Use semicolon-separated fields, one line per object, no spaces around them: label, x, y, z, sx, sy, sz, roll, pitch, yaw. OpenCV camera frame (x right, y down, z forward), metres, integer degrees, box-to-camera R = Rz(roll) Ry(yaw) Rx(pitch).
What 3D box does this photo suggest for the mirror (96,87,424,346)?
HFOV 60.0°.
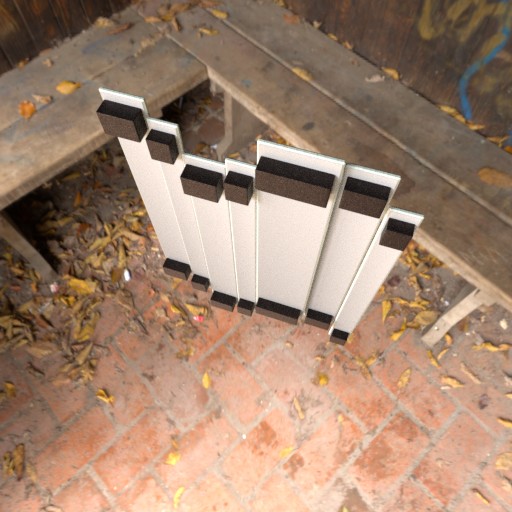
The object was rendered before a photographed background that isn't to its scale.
mirror;0.000;0.000;0.798;0.445;0.611;0.058;16;64;8
